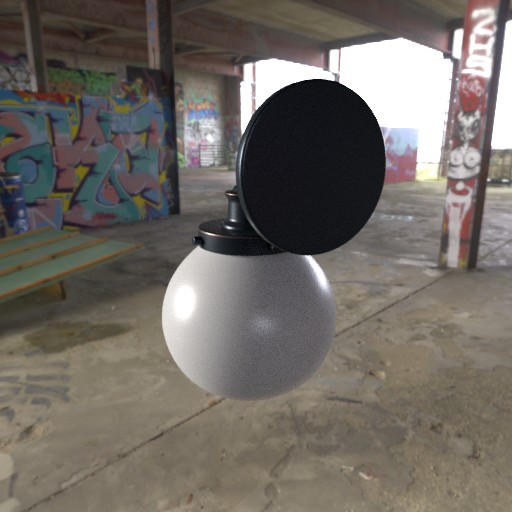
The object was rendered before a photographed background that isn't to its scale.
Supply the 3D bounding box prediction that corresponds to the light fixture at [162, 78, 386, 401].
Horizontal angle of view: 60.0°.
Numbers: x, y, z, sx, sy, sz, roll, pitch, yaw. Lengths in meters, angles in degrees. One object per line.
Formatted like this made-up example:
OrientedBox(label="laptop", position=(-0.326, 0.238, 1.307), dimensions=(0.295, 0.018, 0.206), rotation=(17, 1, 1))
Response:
OrientedBox(label="light fixture", position=(0.000, 0.000, 0.476), dimensions=(0.197, 0.332, 0.230), rotation=(-7, 16, -25))
